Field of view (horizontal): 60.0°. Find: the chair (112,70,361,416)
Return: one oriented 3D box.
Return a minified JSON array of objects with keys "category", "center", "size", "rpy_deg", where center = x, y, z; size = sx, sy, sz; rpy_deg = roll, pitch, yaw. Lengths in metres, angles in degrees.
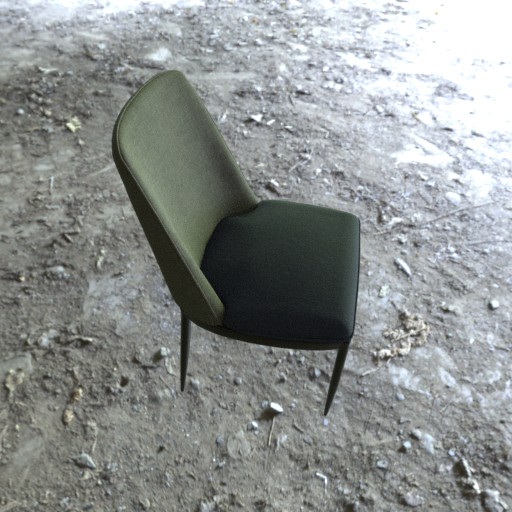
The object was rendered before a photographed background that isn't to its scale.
[{"category":"chair","center":[0.000,0.000,1.189],"size":[0.550,0.855,0.488],"rpy_deg":[8,47,8]}]
